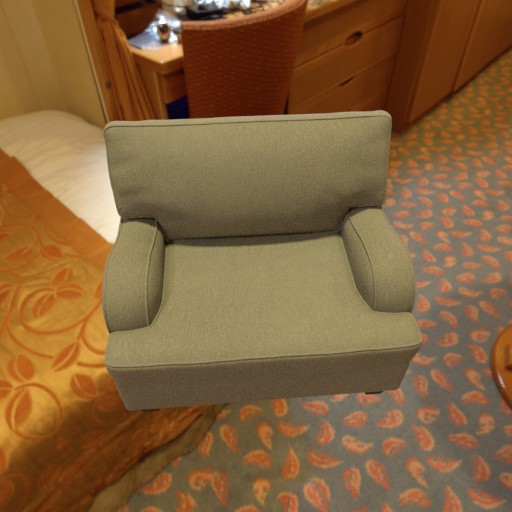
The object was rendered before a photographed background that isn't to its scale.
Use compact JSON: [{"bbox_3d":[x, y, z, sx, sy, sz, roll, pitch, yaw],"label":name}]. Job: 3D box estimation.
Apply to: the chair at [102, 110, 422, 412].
[{"bbox_3d":[0.000,0.000,1.964,1.220,1.016,1.041,-3,46,-3],"label":"chair"}]
